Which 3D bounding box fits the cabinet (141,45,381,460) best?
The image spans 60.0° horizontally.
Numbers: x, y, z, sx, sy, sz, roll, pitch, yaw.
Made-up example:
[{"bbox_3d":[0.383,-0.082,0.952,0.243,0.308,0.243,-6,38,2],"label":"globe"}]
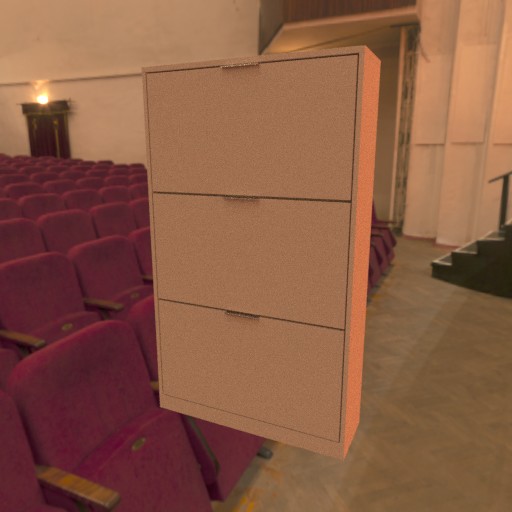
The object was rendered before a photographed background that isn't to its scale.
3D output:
[{"bbox_3d":[0.000,0.000,1.584,0.750,1.280,0.250,6,15,24],"label":"cabinet"}]
